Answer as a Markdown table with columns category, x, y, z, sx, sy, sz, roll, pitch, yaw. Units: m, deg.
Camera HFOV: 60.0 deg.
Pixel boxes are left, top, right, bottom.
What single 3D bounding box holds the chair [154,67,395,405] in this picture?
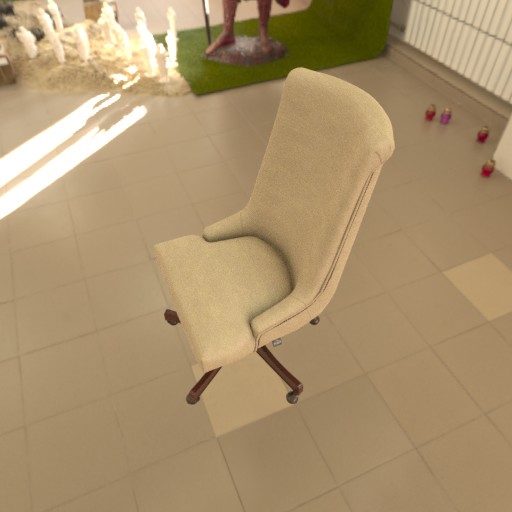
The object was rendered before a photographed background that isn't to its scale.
| category | x | y | z | sx | sy | sz | roll | pitch | yaw |
| --- | --- | --- | --- | --- | --- | --- | --- | --- | --- |
| chair | 0.000 | 0.000 | 1.473 | 0.696 | 1.010 | 0.645 | -18 | 49 | -16 |
